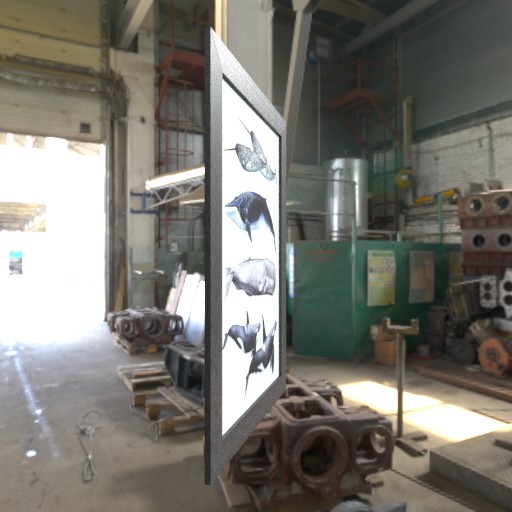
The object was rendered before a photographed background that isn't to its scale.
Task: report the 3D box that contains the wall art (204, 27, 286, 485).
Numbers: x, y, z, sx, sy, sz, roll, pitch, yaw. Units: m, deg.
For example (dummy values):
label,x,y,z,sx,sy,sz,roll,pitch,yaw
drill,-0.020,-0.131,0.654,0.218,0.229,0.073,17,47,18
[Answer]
label,x,y,z,sx,sy,sz,roll,pitch,yaw
wall art,0.000,0.000,1.469,0.016,1.116,0.810,0,0,17
